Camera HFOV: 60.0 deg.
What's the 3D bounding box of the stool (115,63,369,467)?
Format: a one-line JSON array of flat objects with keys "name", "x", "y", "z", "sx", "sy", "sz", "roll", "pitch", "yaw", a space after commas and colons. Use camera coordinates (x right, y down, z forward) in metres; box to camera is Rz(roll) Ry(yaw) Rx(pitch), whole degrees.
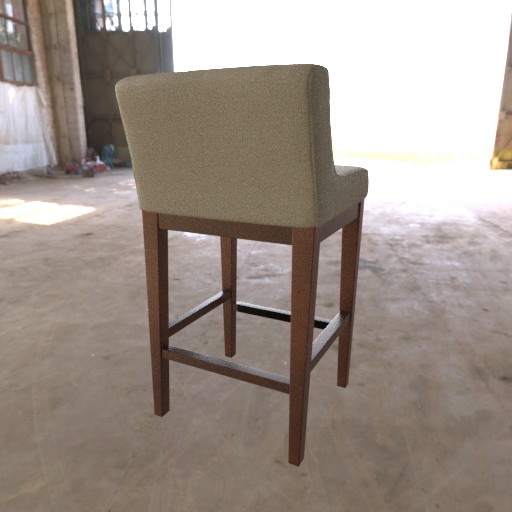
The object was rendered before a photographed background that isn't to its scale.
[{"name": "stool", "x": 0.000, "y": 0.000, "z": 1.249, "sx": 0.511, "sy": 0.937, "sz": 0.500, "roll": 8, "pitch": 18, "yaw": 27}]
